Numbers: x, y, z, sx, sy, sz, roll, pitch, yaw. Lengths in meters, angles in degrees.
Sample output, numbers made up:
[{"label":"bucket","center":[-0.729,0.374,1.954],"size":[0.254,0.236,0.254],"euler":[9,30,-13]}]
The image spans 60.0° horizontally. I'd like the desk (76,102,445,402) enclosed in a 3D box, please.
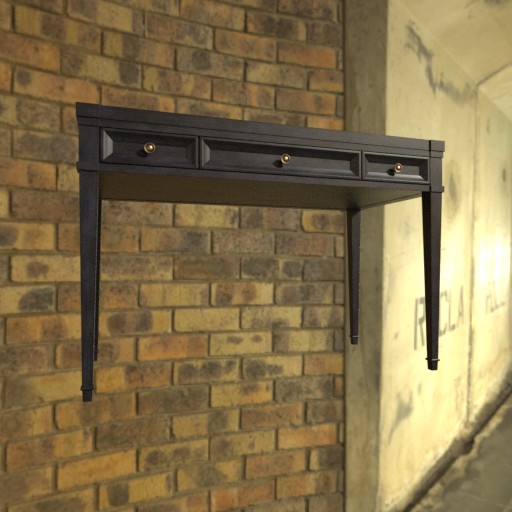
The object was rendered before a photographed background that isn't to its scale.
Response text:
[{"label":"desk","center":[0.000,0.000,1.755],"size":[1.289,0.861,0.630],"euler":[0,-1,-18]}]
